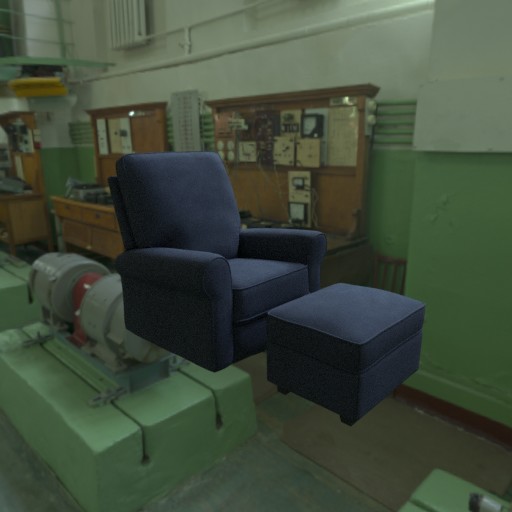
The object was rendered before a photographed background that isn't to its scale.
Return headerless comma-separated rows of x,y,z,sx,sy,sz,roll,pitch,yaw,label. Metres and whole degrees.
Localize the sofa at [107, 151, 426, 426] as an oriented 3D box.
0.000,0.000,2.115,1.478,0.959,0.880,13,19,41,sofa
